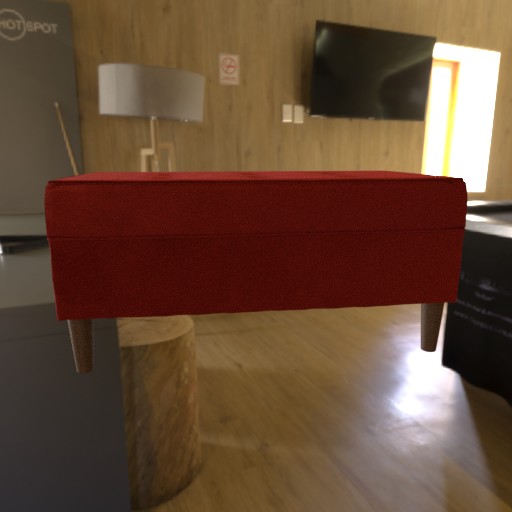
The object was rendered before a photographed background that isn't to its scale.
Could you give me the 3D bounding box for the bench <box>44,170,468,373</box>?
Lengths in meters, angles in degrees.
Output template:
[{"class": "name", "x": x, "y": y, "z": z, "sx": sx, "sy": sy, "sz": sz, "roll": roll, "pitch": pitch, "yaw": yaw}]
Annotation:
[{"class": "bench", "x": 0.000, "y": 0.000, "z": 1.298, "sx": 1.016, "sy": 0.471, "sz": 0.492, "roll": -2, "pitch": 13, "yaw": -7}]
